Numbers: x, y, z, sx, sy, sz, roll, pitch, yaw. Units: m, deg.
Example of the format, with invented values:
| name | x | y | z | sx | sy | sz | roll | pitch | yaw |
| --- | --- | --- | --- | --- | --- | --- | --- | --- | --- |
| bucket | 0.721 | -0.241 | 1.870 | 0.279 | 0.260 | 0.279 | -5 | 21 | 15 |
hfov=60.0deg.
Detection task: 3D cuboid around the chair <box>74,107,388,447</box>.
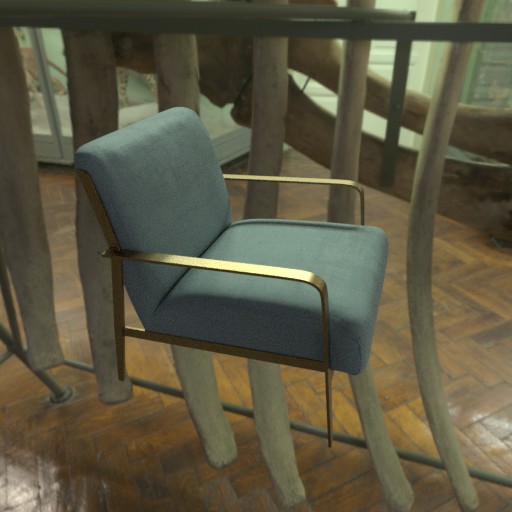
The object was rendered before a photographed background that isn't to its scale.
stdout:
| name | x | y | z | sx | sy | sz | roll | pitch | yaw |
| --- | --- | --- | --- | --- | --- | --- | --- | --- | --- |
| chair | 0.000 | 0.000 | 1.497 | 0.842 | 0.824 | 0.701 | 10 | 32 | 17 |
